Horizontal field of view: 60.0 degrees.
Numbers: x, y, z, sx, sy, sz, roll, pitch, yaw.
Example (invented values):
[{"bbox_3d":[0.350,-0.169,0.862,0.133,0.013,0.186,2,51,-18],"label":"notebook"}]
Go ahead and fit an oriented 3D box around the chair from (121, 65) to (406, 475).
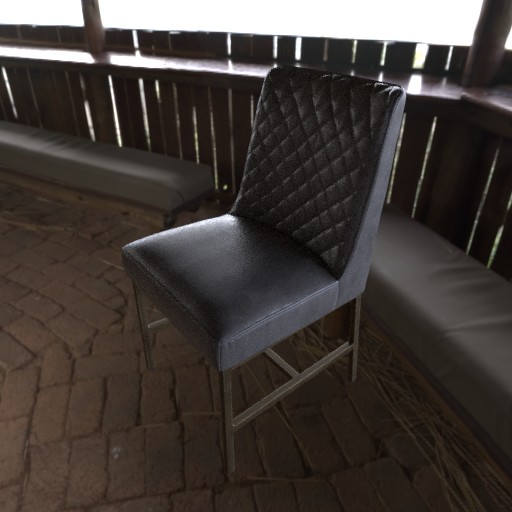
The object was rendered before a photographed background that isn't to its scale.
[{"bbox_3d":[0.000,0.000,1.216,0.587,0.889,0.508,-21,37,-31],"label":"chair"}]
